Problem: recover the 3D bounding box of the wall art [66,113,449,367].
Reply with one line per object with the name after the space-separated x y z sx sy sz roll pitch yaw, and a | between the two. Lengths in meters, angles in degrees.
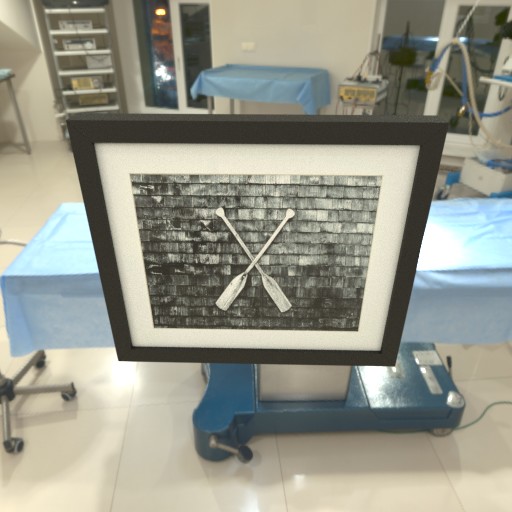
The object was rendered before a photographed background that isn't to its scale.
0.000 0.000 0.538 0.381 0.330 0.029 1 31 1 | wall art
